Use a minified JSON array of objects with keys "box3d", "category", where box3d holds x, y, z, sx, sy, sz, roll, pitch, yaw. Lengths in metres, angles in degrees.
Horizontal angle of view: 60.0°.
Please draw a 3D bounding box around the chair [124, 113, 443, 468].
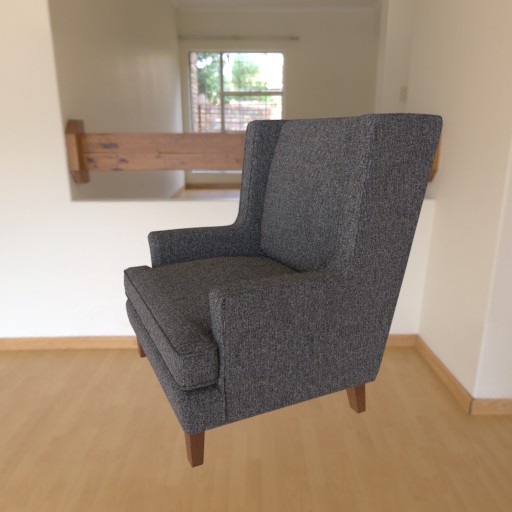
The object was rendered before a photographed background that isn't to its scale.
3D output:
[{"box3d":[0.000,0.000,1.792,0.927,1.082,0.942,-7,17,-25],"category":"chair"}]
